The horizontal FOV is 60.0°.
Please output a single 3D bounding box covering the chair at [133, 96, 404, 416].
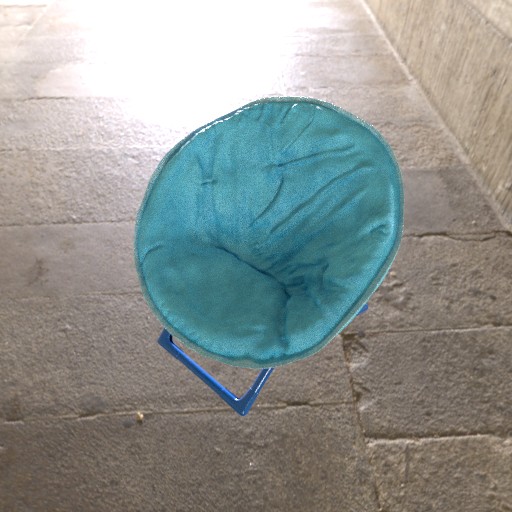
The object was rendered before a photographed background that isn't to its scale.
[{"bbox_3d":[0.000,0.000,0.898,0.520,0.478,0.465,33,54,27],"label":"chair"}]
